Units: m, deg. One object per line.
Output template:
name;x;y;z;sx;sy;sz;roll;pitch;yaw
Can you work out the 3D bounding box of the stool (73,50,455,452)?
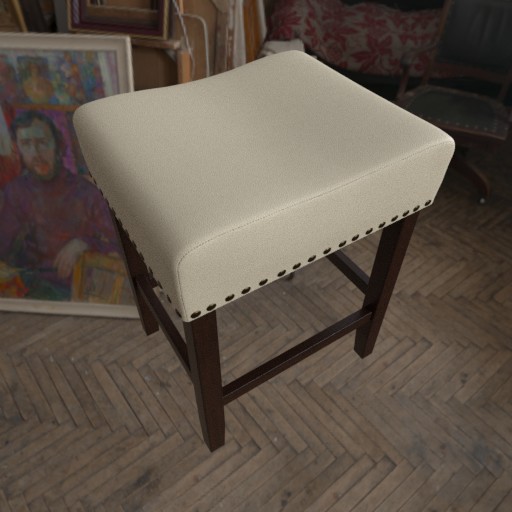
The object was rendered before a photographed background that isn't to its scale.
stool;0.000;0.000;0.894;0.471;0.609;0.401;-24;51;-22
